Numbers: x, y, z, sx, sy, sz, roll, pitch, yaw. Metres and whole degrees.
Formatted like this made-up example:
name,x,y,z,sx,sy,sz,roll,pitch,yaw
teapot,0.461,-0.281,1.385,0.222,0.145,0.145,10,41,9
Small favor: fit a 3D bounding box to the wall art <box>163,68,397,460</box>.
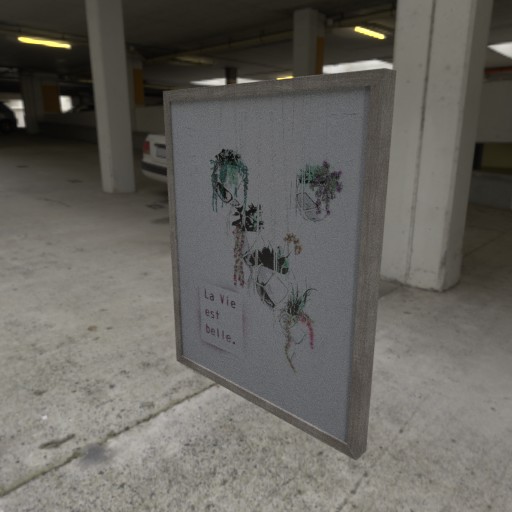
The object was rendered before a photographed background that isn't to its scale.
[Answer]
name,x,y,z,sx,sy,sz,roll,pitch,yaw
wall art,0.000,0.000,0.713,0.421,0.521,0.032,14,21,41
